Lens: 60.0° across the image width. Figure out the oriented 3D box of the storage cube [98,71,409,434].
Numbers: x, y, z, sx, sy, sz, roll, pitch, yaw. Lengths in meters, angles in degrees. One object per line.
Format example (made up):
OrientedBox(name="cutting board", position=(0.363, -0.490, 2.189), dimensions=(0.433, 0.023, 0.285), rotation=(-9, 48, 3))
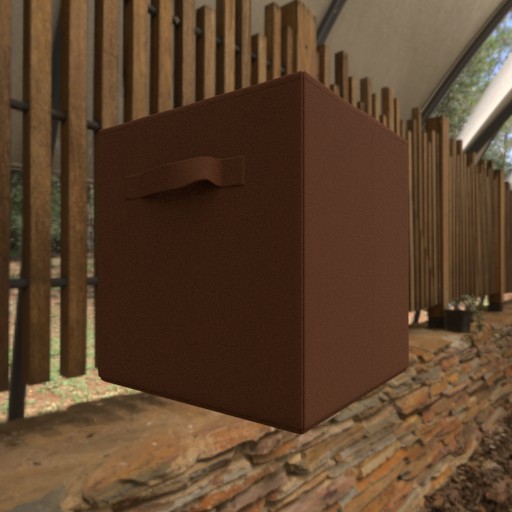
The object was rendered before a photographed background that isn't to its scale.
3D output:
OrientedBox(name="storage cube", position=(0.000, 0.000, 0.509), dimensions=(0.270, 0.280, 0.270), rotation=(0, -1, 36))
